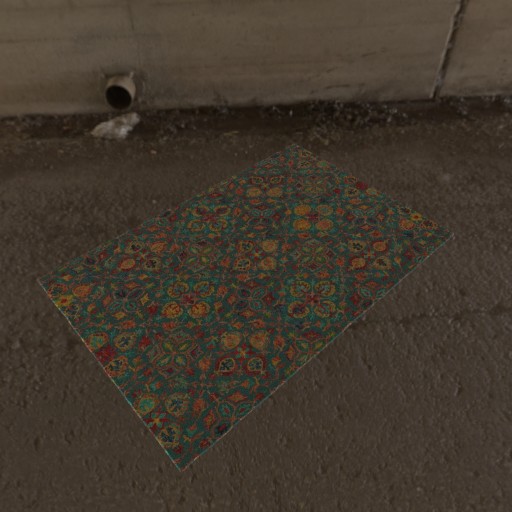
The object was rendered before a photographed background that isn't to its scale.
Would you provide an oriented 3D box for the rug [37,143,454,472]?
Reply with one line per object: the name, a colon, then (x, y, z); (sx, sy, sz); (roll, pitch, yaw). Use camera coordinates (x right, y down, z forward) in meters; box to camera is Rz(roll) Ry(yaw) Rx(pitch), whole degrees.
rug: (0.000, 0.000, 2.892); (2.290, 0.016, 1.527); (-33, 55, -28)
